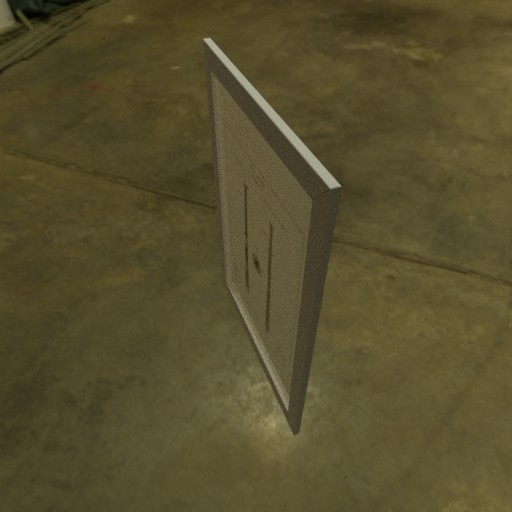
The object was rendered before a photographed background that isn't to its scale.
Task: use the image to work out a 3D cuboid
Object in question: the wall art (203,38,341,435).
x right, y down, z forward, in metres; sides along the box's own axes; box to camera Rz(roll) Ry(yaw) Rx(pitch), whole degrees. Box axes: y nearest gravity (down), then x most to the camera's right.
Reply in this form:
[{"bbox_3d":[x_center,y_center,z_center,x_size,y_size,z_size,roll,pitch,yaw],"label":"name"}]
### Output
[{"bbox_3d":[0.000,0.000,0.697,0.012,0.529,0.374,-16,48,-15],"label":"wall art"}]
